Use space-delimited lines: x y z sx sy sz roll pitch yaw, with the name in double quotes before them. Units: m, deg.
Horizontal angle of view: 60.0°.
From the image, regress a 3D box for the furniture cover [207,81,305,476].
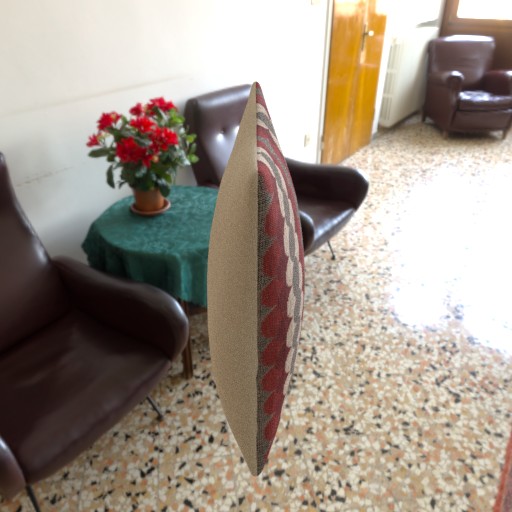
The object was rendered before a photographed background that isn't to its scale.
"furniture cover" 0.000 0.000 0.654 0.145 0.420 0.435 0 32 0
